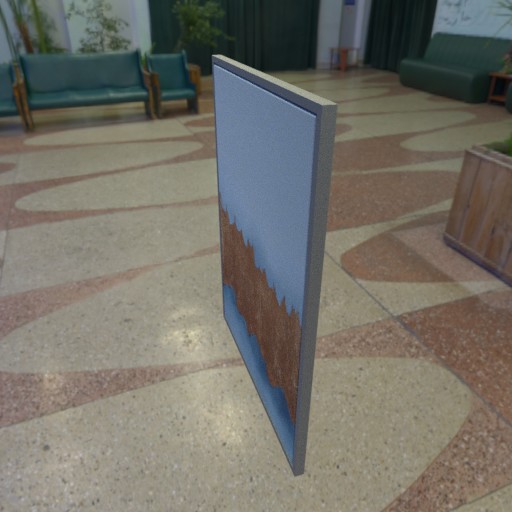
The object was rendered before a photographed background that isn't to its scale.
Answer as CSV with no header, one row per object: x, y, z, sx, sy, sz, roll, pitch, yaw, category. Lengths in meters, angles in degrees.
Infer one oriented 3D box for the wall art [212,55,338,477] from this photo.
0.000,0.000,1.349,0.034,1.042,0.789,-10,32,-16,wall art
